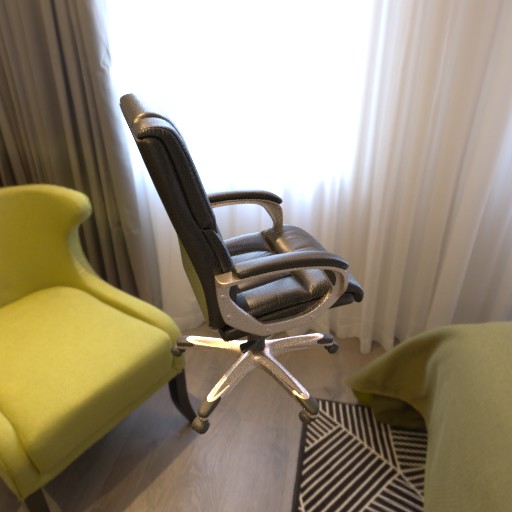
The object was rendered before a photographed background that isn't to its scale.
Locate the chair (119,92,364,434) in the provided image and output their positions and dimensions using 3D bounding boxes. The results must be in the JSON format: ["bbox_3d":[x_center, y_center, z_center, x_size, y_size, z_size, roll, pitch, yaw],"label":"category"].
[{"bbox_3d":[0.000,0.000,1.622,0.780,1.145,0.700,-10,32,-17],"label":"chair"}]
